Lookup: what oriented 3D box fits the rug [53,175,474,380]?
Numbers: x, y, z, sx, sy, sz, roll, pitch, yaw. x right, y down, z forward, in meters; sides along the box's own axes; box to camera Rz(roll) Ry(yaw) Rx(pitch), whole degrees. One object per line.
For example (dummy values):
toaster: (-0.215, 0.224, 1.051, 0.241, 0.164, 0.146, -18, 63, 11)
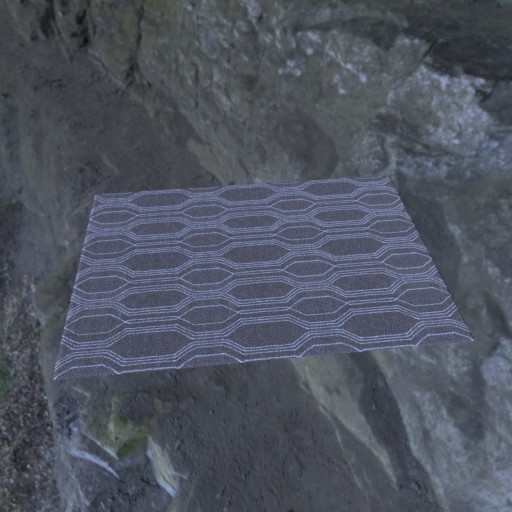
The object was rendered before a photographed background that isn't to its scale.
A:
rug: (0.000, 0.000, 2.337, 1.836, 0.012, 1.239, -4, 47, -4)
